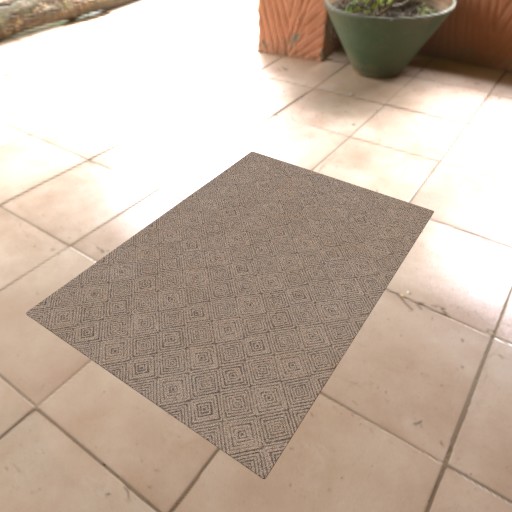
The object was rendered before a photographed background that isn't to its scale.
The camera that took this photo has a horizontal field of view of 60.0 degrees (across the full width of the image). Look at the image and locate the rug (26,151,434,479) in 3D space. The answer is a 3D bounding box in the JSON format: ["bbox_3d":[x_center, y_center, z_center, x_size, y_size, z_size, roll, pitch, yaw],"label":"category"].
[{"bbox_3d":[0.000,0.000,2.832,1.593,0.008,2.238,24,47,25],"label":"rug"}]
